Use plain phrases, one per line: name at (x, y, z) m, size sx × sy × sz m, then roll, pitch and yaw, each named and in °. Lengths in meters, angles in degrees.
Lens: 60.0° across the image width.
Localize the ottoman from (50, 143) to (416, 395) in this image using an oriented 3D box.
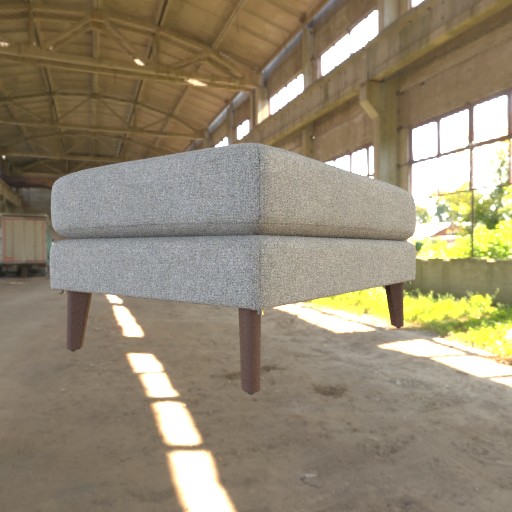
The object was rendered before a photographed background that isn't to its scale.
ottoman at (0.000, 0.000, 1.179) m, size 0.611 × 0.441 × 0.821 m, roll 1°, pitch 1°, yaw 36°
